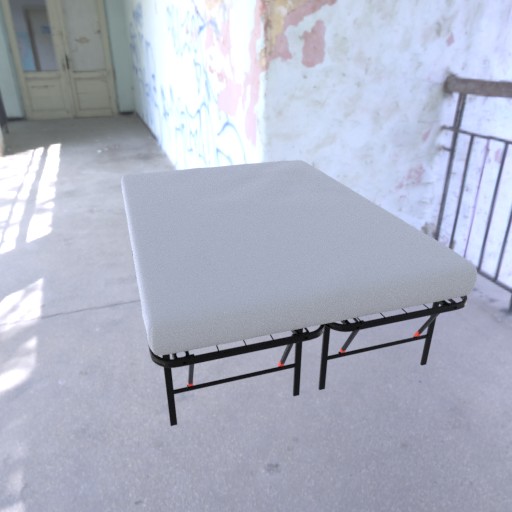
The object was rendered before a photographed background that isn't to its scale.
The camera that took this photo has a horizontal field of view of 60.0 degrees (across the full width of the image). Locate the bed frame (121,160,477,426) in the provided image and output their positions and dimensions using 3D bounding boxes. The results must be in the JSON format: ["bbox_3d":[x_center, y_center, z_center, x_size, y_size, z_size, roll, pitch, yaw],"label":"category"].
[{"bbox_3d":[0.000,0.000,2.573,1.372,0.637,1.905,-8,28,-16],"label":"bed frame"}]
